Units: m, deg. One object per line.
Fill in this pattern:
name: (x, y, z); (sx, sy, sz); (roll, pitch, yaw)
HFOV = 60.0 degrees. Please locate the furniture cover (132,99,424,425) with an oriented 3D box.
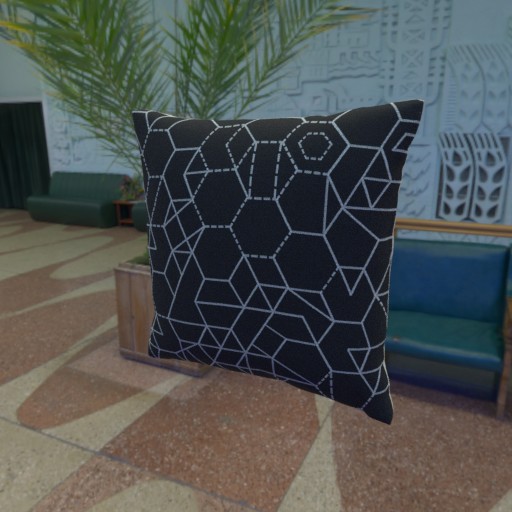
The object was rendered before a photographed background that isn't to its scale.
furniture cover: (0.000, 0.000, 0.782); (0.517, 0.508, 0.158); (7, 16, 26)
